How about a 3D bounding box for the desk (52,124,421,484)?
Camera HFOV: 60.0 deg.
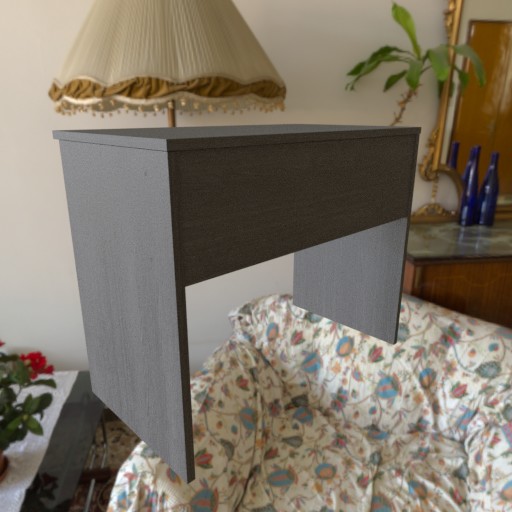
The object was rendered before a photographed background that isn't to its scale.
[{"bbox_3d":[0.000,0.000,1.310,0.893,0.724,0.498,-17,24,-41],"label":"desk"}]
